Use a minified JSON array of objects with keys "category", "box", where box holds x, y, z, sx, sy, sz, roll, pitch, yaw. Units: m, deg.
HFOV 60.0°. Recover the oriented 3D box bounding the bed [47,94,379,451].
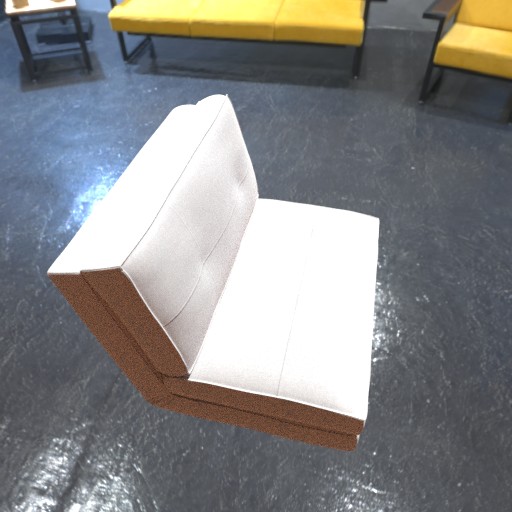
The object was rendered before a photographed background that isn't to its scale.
[{"category":"bed","box":[0.000,0.000,1.312,0.749,0.614,0.799,10,46,9]}]
